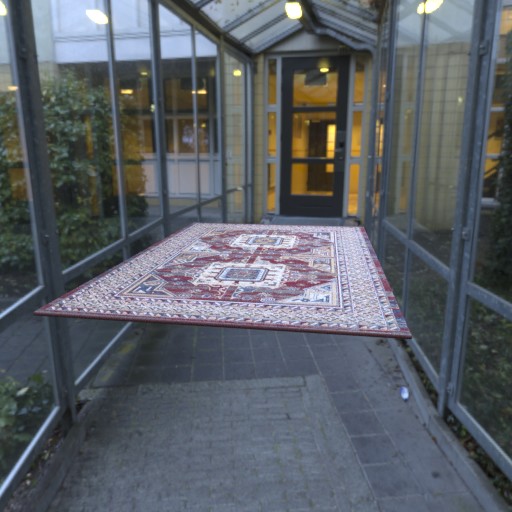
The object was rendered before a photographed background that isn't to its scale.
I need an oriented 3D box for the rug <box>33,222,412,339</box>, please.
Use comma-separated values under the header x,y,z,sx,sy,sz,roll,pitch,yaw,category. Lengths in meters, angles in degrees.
x,y,z,sx,sy,sz,roll,pitch,yaw,category
0.000,0.000,5.656,3.033,0.033,4.578,2,14,9,rug
